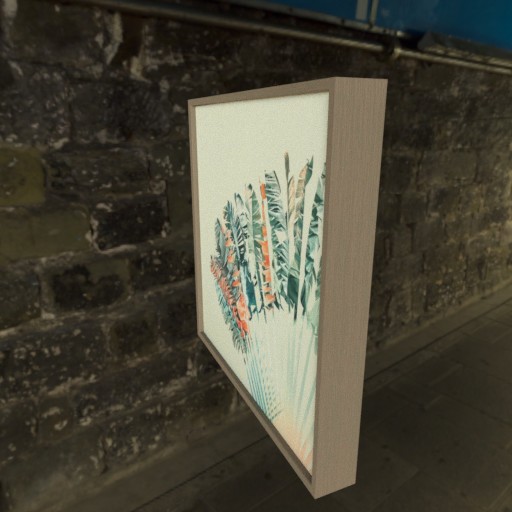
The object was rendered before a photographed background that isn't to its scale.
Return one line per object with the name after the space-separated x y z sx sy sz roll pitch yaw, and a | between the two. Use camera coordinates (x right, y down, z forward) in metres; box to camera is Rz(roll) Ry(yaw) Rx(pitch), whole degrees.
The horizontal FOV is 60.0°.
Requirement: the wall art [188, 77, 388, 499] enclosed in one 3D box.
0.000 0.000 0.438 0.038 0.303 0.304 -7 18 -23 | wall art
